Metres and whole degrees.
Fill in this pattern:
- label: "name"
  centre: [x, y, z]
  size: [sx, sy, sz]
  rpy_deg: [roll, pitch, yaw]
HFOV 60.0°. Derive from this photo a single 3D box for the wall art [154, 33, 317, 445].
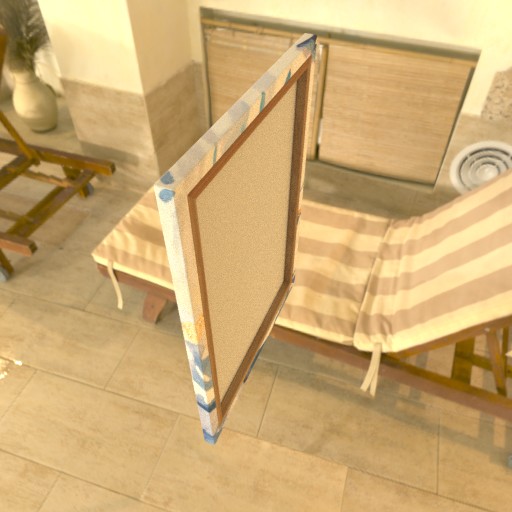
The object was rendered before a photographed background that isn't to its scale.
- label: "wall art"
  centre: [0.000, 0.000, 1.320]
  size: [0.038, 1.015, 0.761]
  rpy_deg: [17, 48, 16]
